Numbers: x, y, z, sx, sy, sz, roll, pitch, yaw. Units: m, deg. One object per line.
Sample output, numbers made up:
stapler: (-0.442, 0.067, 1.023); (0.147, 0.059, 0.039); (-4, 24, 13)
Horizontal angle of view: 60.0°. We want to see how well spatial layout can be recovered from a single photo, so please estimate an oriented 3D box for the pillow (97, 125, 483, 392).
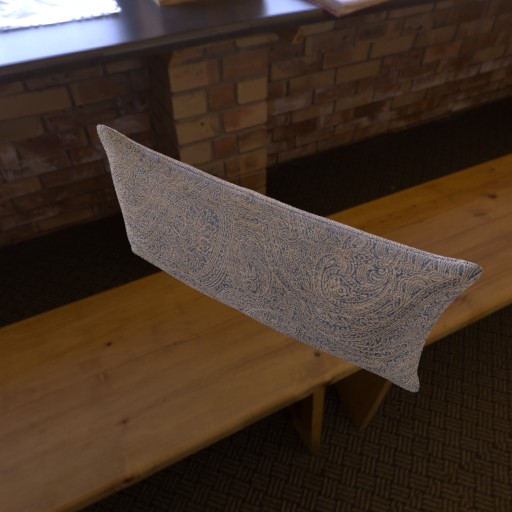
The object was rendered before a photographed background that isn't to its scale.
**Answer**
pillow: (0.000, 0.000, 0.725); (0.615, 0.295, 0.151); (24, 50, 21)
